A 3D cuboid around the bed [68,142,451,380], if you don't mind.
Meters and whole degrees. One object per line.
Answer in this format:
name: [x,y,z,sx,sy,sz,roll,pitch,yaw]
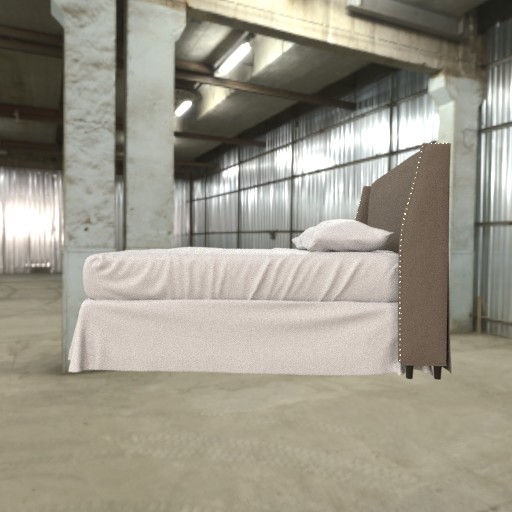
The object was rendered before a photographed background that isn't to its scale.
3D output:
bed: [0.000,0.000,3.434,2.276,1.332,1.925,0,2,4]
